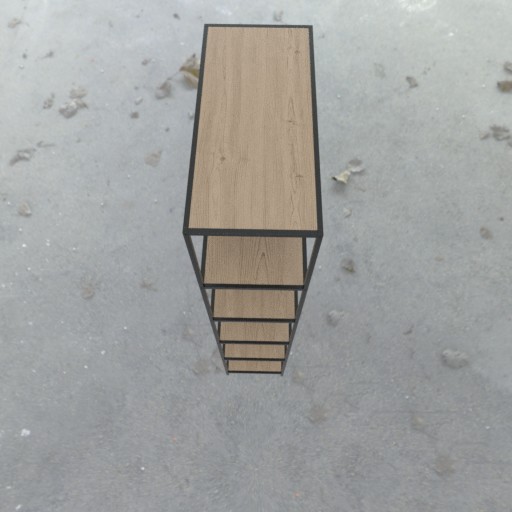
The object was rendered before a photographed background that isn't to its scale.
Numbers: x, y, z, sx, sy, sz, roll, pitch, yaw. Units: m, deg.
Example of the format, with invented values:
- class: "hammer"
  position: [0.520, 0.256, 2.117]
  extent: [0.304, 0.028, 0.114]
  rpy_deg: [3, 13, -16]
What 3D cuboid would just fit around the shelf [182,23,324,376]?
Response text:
- class: "shelf"
  position: [0.000, 0.000, 2.097]
  extent: [0.350, 1.850, 0.770]
  rpy_deg: [1, 64, 1]
